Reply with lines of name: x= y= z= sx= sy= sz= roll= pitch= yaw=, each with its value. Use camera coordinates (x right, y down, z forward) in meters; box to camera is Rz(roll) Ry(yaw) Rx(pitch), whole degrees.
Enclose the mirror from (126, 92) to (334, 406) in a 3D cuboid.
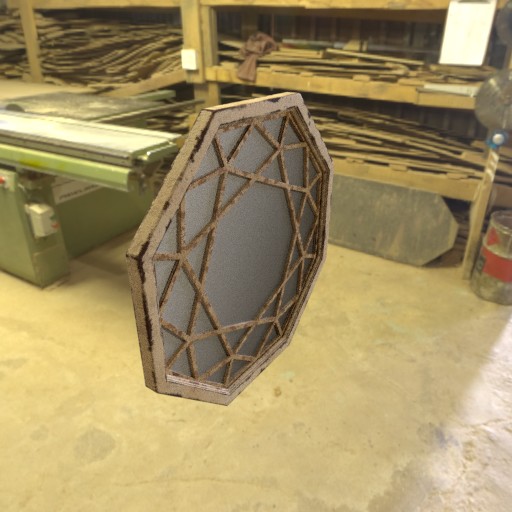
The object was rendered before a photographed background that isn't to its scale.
mirror: x=0.000 y=0.000 z=0.966 sx=0.031 sy=0.648 sz=0.648 roll=18 pitch=32 yaw=31
